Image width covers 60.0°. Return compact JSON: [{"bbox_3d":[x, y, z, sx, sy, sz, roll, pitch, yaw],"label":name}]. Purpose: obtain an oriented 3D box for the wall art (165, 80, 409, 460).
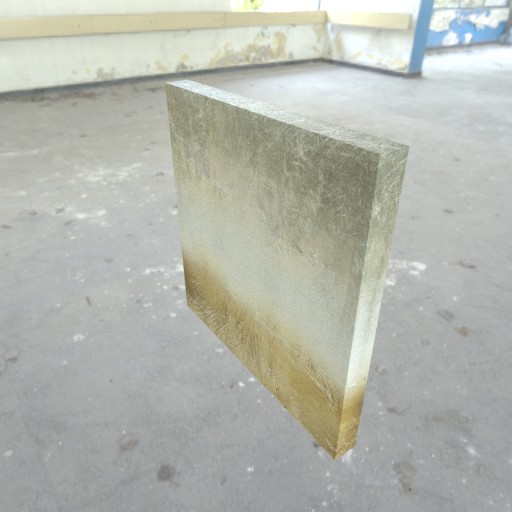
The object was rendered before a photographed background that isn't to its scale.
[{"bbox_3d":[0.000,0.000,0.620,0.038,0.407,0.405,-20,36,-30],"label":"wall art"}]
